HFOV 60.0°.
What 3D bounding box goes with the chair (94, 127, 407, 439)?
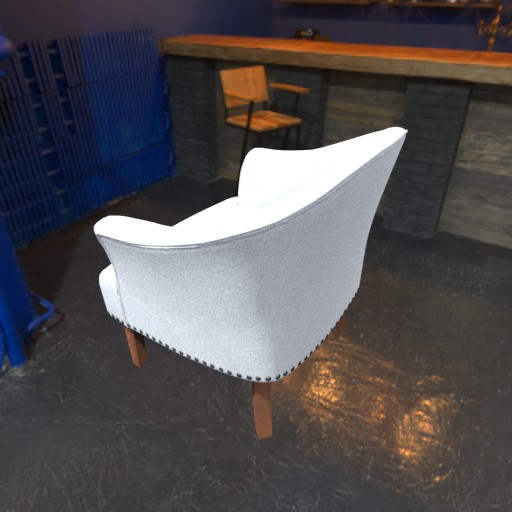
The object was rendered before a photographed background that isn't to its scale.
[{"bbox_3d":[0.000,0.000,1.400,0.704,0.815,0.798,19,36,29],"label":"chair"}]
